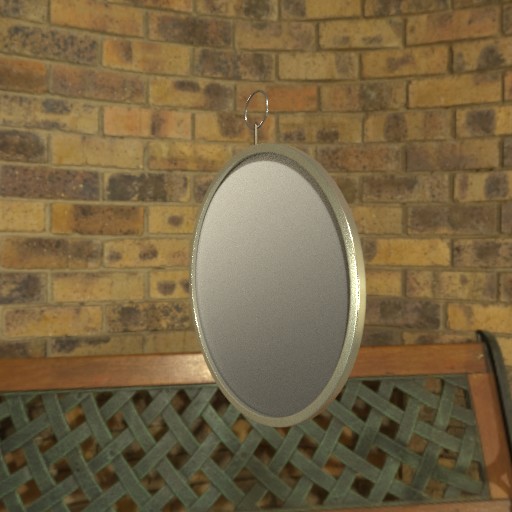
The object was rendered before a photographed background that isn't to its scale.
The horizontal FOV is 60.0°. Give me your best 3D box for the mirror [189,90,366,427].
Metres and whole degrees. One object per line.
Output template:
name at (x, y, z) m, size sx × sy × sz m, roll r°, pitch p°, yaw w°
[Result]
mirror at (0.000, 0.000, 0.961) m, size 0.020 × 0.713 × 0.594 m, roll -1°, pitch 1°, yaw -36°
